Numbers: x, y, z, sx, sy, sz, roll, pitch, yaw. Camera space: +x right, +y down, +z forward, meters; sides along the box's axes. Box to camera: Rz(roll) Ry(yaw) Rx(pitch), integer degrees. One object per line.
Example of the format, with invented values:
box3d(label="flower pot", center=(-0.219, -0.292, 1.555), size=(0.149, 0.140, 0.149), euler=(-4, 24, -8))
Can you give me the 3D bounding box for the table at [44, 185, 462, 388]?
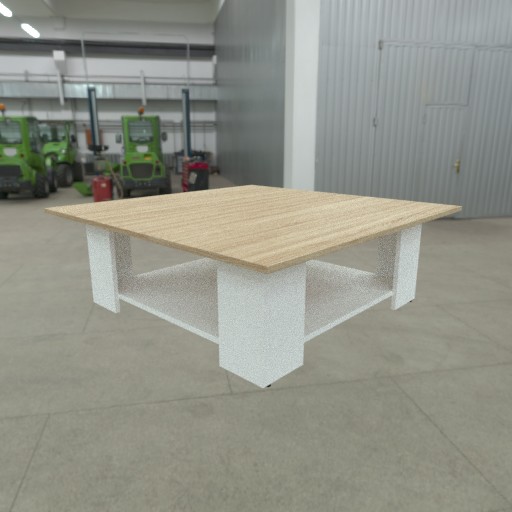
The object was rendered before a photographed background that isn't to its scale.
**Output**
box3d(label="table", center=(0.000, 0.000, 1.375), size=(0.890, 0.305, 0.890), euler=(14, 20, 41))
